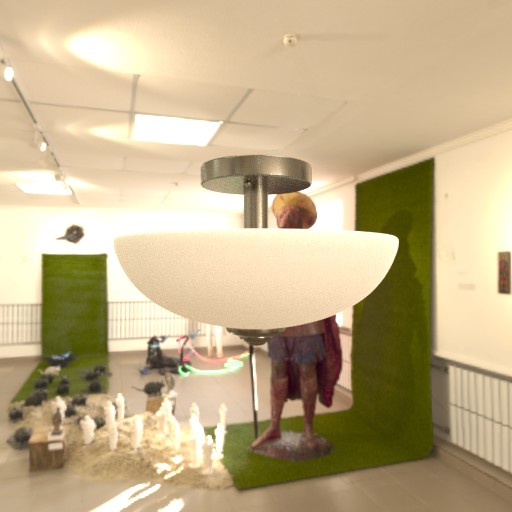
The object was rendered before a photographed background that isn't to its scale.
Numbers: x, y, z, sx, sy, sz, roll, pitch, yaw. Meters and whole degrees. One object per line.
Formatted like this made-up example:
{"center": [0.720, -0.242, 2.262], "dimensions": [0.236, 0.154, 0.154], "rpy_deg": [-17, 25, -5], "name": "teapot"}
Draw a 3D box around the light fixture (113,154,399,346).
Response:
{"center": [0.000, 0.000, 0.538], "dimensions": [0.330, 0.214, 0.330], "rpy_deg": [0, -1, 0], "name": "light fixture"}
